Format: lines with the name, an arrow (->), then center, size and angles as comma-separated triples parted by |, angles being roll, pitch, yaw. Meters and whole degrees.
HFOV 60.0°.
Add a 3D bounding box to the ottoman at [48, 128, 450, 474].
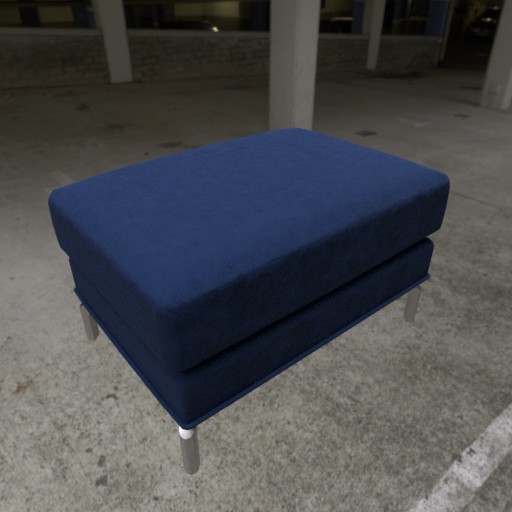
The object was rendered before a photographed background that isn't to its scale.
ottoman -> 0.000, 0.000, 1.187 | 0.835, 0.498, 0.587 | -23, 39, -33
